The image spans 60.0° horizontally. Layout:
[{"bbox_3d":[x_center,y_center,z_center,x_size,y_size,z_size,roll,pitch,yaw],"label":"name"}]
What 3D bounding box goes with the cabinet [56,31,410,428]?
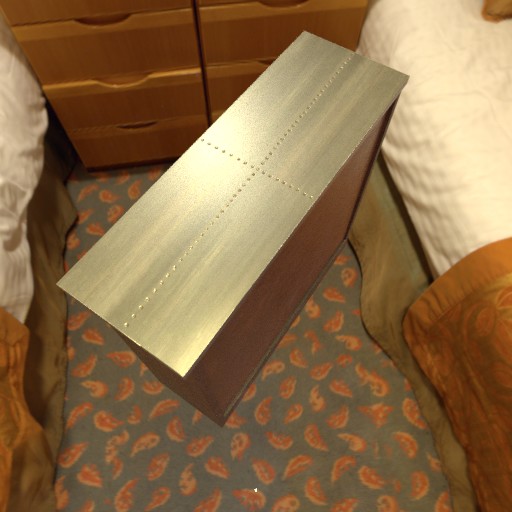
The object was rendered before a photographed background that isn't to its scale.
[{"bbox_3d":[0.000,0.000,1.453,0.338,0.919,0.968,31,66,15],"label":"cabinet"}]
